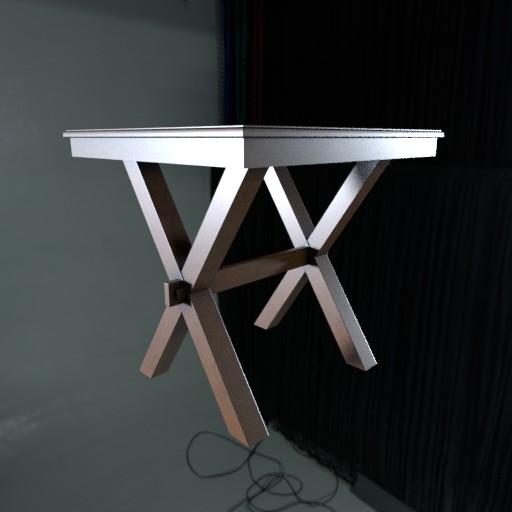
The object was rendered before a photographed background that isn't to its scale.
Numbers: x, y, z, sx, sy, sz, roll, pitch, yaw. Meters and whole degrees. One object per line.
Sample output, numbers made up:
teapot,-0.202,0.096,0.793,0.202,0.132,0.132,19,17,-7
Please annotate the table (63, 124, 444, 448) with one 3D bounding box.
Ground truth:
table,0.000,0.000,1.027,0.602,0.562,0.560,-14,21,-43
